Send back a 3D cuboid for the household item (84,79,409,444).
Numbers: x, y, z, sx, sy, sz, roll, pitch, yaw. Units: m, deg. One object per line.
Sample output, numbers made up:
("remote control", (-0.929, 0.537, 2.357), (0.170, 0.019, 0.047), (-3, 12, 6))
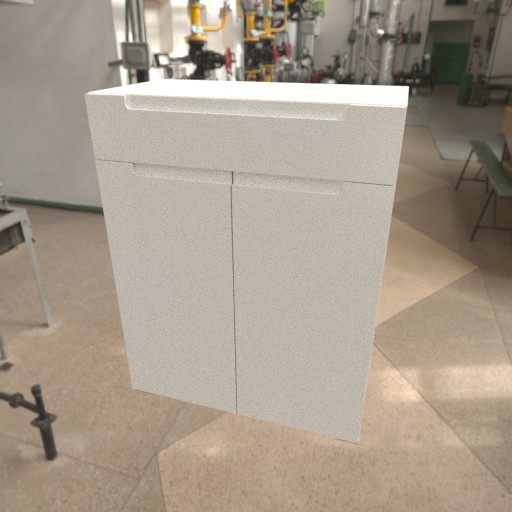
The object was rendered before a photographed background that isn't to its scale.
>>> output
("household item", (0.000, 0.000, 1.428), (0.790, 1.010, 0.420), (8, 28, 16))
